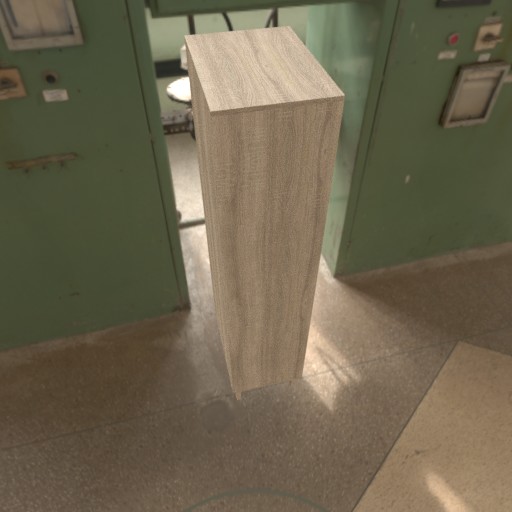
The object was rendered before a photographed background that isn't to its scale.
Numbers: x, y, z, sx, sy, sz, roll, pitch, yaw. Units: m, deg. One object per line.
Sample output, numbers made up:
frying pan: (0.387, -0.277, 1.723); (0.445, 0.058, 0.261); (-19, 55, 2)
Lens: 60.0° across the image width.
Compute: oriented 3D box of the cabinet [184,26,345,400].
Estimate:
cabinet: (0.000, 0.000, 2.128); (0.400, 1.850, 0.570); (-10, 47, -9)
